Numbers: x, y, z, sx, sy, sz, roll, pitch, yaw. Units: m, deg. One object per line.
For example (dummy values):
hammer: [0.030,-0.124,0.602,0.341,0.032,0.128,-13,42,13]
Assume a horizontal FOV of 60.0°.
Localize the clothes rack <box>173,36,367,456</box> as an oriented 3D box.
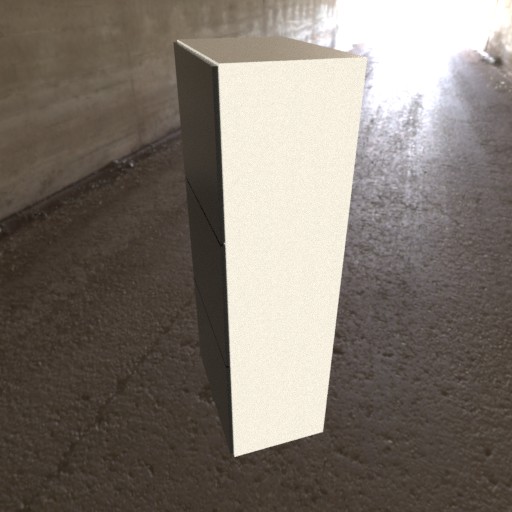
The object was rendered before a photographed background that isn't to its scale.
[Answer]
clothes rack: [0.000,0.000,1.385,0.330,1.187,0.500,-9,32,-15]
